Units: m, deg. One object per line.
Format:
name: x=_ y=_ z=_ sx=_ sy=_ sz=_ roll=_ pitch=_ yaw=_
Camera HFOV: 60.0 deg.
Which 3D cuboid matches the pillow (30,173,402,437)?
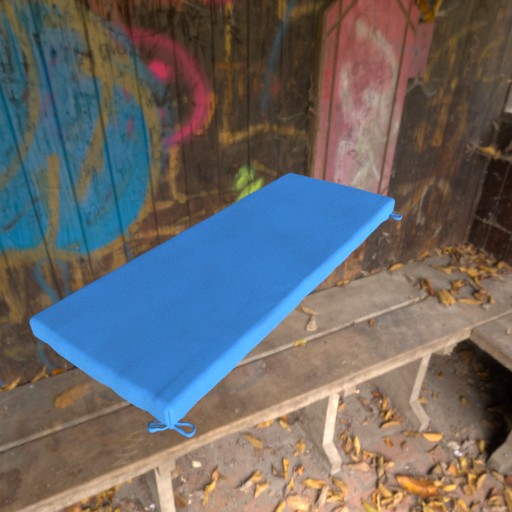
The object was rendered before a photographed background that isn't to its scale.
pillow: x=0.000 y=0.000 z=1.311 sx=0.492 sy=0.081 sz=1.187 roll=20 pitch=37 yaw=30
